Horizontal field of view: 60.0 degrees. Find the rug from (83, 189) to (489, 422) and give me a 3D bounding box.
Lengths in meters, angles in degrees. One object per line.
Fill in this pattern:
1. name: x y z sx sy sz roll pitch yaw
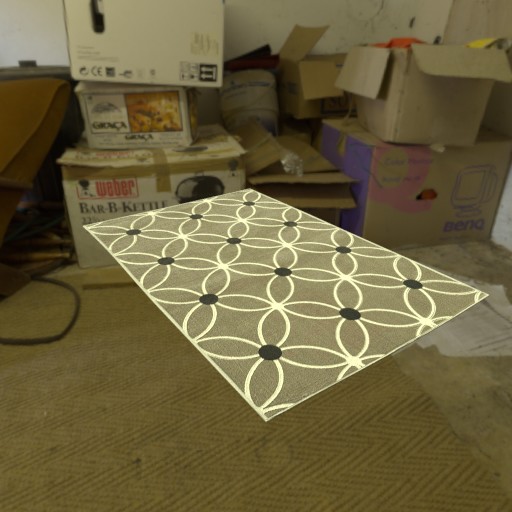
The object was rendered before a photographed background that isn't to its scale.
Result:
1. rug: 0.000 0.000 2.843 1.522 0.008 2.284 -18 32 -31
